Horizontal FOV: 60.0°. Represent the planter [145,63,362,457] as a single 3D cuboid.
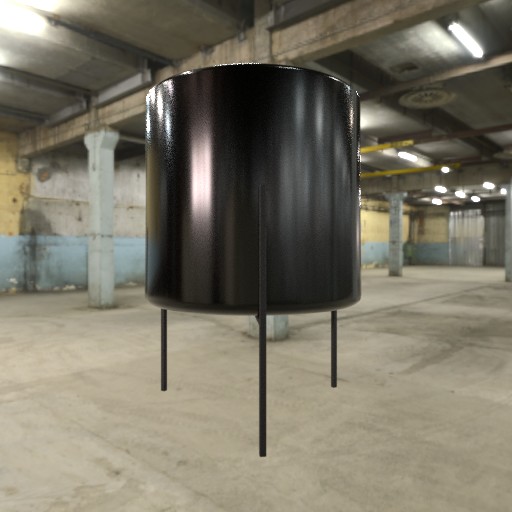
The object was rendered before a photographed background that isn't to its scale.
[{"bbox_3d":[0.000,0.000,0.637,0.310,0.432,0.310,0,0,-19],"label":"planter"}]
